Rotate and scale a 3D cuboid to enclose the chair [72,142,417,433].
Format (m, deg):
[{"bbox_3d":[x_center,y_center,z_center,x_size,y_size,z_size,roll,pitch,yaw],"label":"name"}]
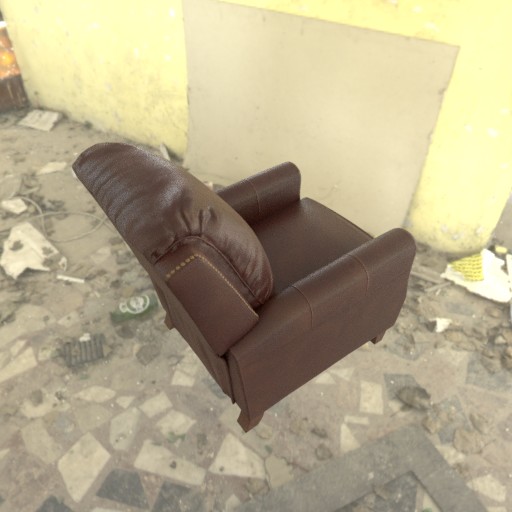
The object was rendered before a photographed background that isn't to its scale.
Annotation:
[{"bbox_3d":[0.000,0.000,1.788,1.089,1.022,0.826,-24,45,-27],"label":"chair"}]
